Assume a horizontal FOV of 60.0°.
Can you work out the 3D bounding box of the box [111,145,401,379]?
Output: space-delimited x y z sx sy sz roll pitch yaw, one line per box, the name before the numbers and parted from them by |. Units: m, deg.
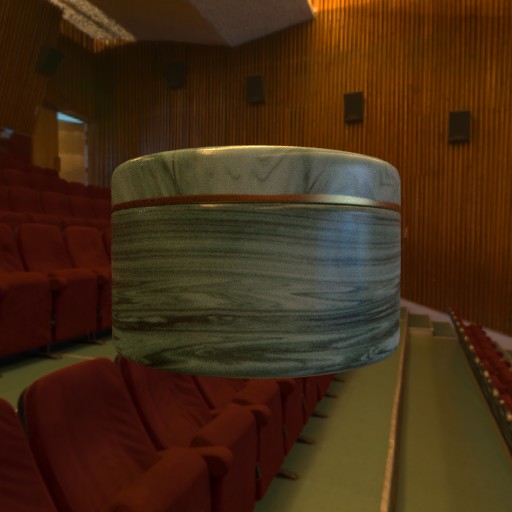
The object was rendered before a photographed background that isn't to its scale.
box | 0.000 0.000 0.164 0.101 0.063 0.101 0 1 0
